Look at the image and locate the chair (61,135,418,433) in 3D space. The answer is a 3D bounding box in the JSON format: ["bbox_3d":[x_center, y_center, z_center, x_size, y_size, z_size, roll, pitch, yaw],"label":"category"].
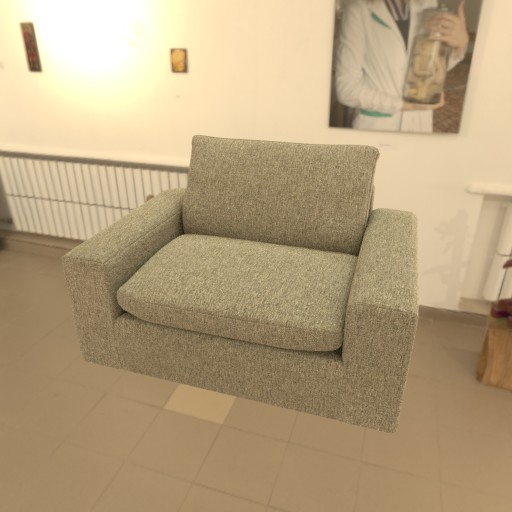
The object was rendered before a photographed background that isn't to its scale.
[{"bbox_3d":[0.000,0.000,2.048,1.398,0.915,1.039,8,27,16],"label":"chair"}]
